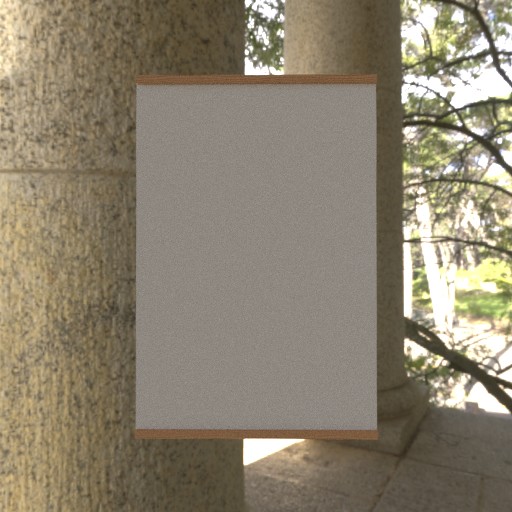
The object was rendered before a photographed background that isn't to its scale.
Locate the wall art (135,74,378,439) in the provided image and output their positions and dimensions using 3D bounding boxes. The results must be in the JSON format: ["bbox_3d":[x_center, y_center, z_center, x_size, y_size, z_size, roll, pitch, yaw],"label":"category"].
[{"bbox_3d":[0.000,0.000,1.863,1.011,1.521,0.025,0,-1,1],"label":"wall art"}]
